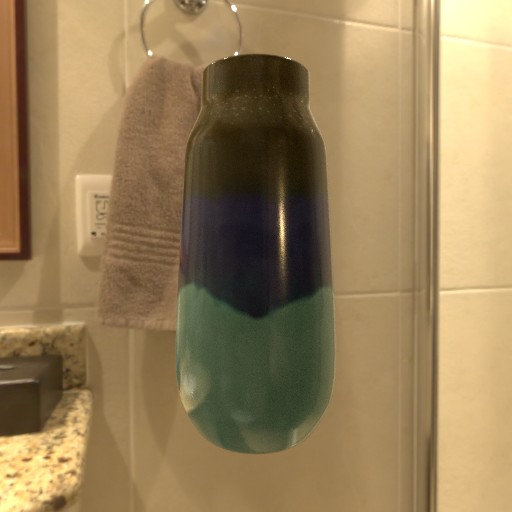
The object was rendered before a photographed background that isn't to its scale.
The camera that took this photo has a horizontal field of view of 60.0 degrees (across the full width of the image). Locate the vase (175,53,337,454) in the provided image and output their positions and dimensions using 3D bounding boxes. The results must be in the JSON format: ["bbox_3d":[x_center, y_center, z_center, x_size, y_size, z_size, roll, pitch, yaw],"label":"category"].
[{"bbox_3d":[0.000,0.000,0.386,0.139,0.313,0.139,0,1,0],"label":"vase"}]
